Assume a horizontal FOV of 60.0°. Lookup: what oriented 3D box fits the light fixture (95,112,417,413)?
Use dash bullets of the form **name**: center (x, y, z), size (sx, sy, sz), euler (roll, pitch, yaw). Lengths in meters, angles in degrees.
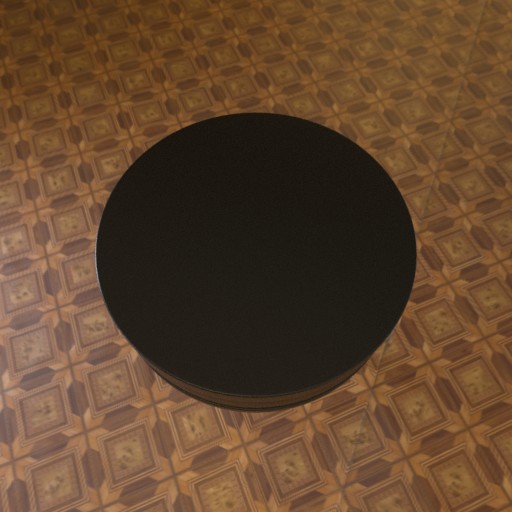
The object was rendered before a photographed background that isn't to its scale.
- **light fixture**: center (0.000, 0.000, 0.432), size (0.283, 0.097, 0.283), euler (0, 64, 0)
